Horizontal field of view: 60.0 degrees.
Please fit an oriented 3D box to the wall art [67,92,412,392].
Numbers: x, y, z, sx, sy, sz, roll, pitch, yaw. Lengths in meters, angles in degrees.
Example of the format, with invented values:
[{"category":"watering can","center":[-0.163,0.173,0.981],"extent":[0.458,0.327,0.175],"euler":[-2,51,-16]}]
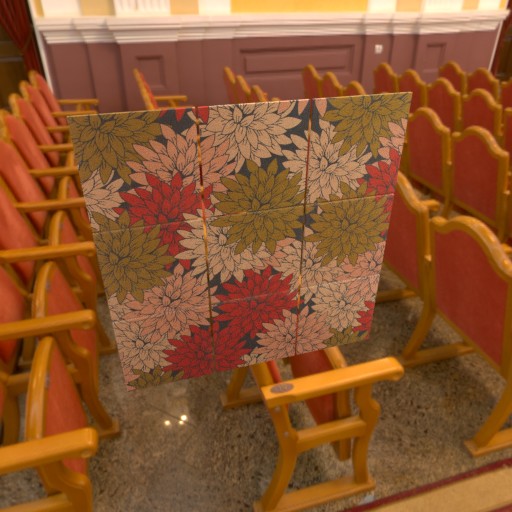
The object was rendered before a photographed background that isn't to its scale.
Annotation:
[{"category":"wall art","center":[0.000,0.000,1.821],"extent":[1.206,1.218,0.013],"euler":[-9,33,-14]}]
